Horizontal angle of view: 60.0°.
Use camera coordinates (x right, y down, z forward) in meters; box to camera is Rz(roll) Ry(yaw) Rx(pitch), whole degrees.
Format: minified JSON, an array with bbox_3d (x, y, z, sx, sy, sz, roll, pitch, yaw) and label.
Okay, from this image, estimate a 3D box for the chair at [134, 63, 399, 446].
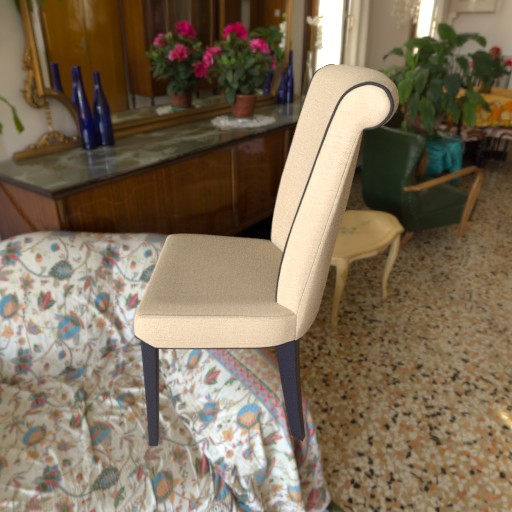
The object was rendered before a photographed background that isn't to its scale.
[{"bbox_3d":[0.000,0.000,1.281,0.623,0.997,0.522,0,27,0],"label":"chair"}]
